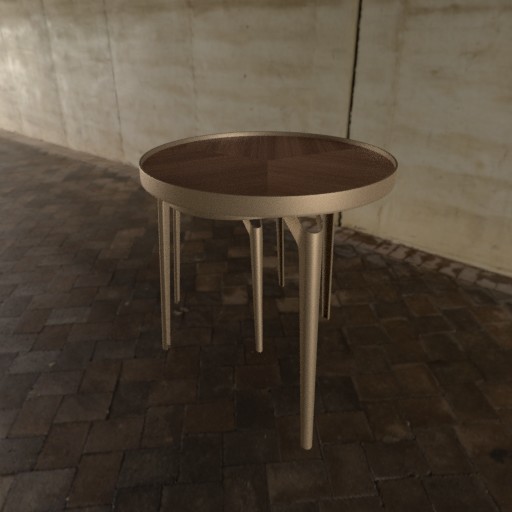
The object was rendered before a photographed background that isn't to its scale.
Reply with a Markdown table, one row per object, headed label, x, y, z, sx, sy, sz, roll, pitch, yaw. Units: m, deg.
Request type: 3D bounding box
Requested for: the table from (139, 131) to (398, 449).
| label | x | y | z | sx | sy | sz | roll | pitch | yaw |
| --- | --- | --- | --- | --- | --- | --- | --- | --- | --- |
| table | 0.000 | 0.000 | 1.134 | 0.532 | 0.555 | 0.751 | -8 | 28 | -15 |
